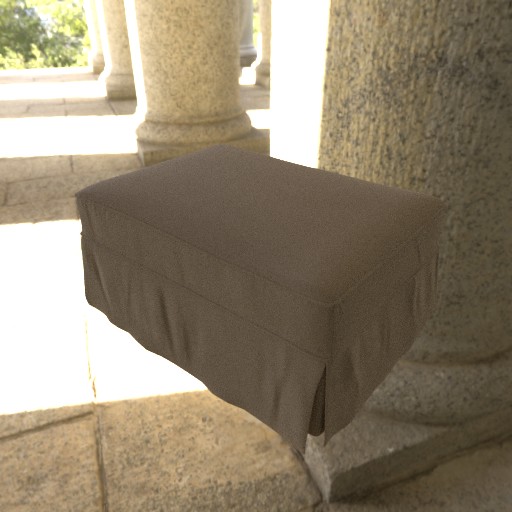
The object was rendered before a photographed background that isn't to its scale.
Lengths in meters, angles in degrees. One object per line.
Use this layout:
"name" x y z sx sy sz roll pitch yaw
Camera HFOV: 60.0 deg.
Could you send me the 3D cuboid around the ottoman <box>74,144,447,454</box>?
"ottoman" 0.000 0.000 1.370 0.959 0.482 0.721 22 37 33
